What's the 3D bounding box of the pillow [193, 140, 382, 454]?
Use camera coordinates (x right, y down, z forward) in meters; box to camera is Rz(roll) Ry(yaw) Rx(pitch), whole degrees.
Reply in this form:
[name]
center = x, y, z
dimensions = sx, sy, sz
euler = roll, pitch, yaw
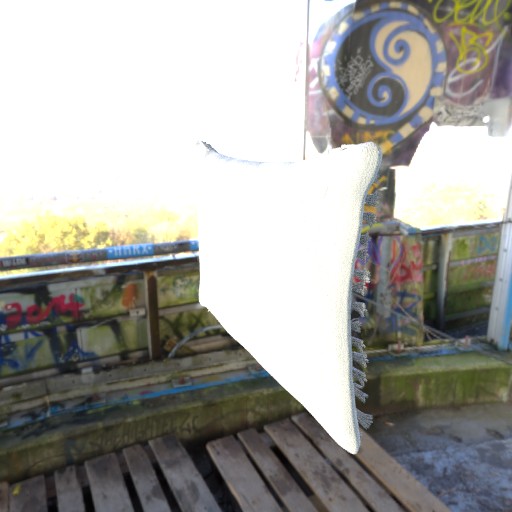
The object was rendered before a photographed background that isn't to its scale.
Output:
[pillow]
center = 0.000, 0.000, 0.599
dimensions = 0.084, 0.305, 0.466
euler = -7, 16, -25
